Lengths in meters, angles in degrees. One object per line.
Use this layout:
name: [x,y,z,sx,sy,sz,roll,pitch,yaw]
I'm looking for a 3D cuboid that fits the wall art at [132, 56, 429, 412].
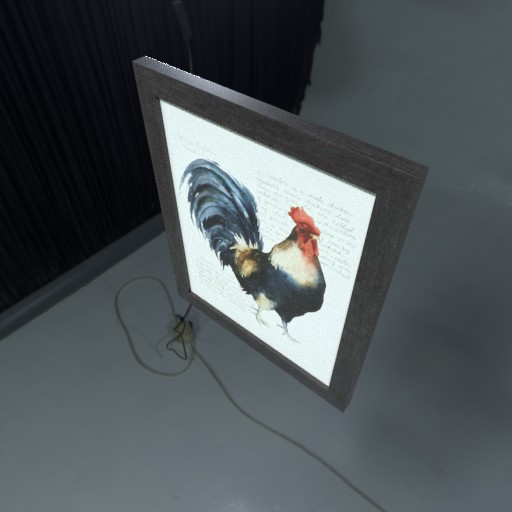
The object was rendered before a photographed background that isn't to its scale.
wall art: [0.000,0.000,0.801,0.479,0.580,0.027,31,53,26]
